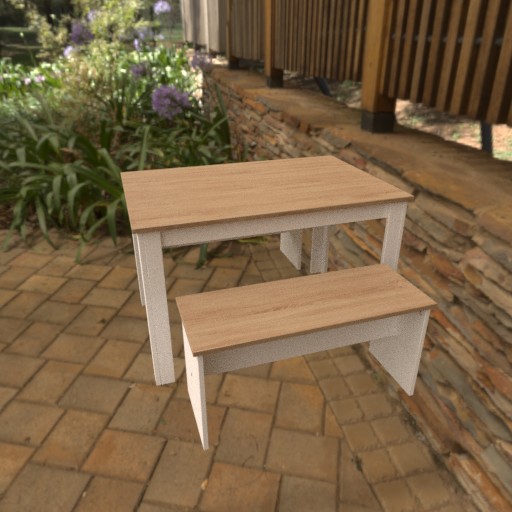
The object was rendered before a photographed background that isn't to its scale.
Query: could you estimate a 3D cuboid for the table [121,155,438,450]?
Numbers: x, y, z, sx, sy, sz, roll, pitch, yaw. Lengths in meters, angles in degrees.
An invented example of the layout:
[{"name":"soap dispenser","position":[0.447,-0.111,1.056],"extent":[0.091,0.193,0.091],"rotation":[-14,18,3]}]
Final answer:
[{"name":"table","position":[0.000,0.000,2.080],"extent":[1.100,0.700,1.443],"rotation":[-8,27,-16]}]
